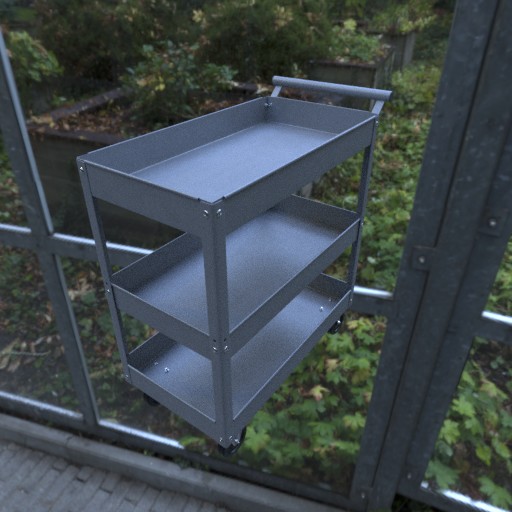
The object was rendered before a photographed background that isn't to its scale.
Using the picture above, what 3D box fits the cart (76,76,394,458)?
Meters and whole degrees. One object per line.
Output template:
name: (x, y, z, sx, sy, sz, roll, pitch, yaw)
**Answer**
cart: (0.000, 0.000, 1.198, 0.366, 0.780, 0.719, 21, 38, 30)
